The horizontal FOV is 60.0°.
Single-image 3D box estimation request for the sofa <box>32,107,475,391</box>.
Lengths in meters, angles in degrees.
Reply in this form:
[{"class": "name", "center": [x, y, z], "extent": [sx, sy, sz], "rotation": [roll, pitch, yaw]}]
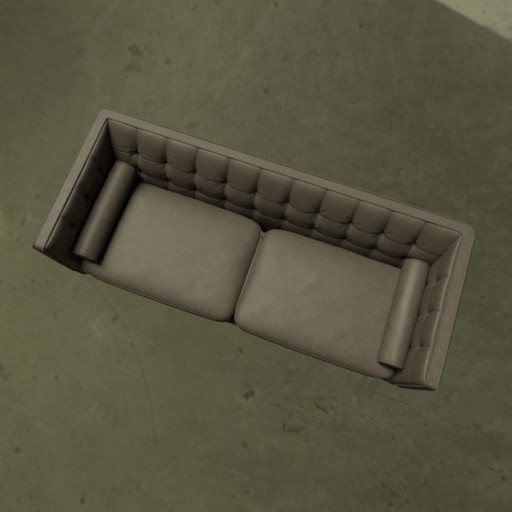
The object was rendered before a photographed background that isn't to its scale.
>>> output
[{"class": "sofa", "center": [0.000, 0.000, 2.560], "extent": [2.087, 0.789, 0.867], "rotation": [19, 76, 5]}]
